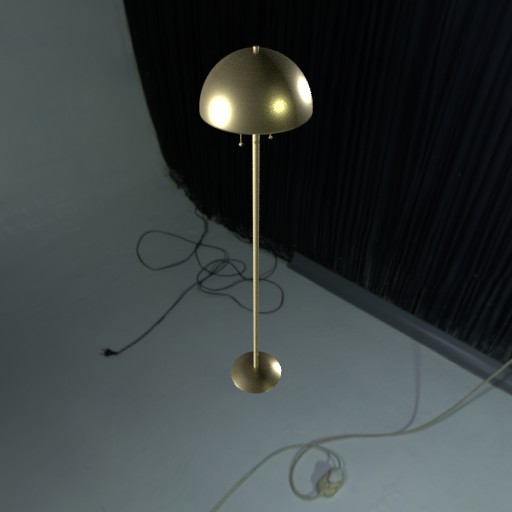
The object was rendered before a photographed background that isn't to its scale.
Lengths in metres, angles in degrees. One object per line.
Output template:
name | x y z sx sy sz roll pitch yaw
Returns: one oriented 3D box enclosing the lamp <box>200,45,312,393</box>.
lamp | 0.000 0.000 1.668 0.328 1.480 0.328 26 47 27
